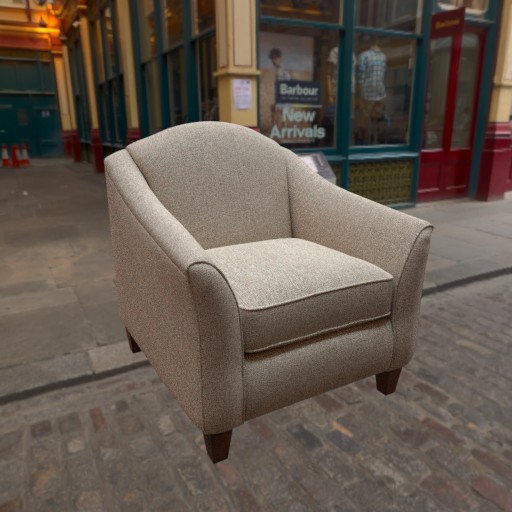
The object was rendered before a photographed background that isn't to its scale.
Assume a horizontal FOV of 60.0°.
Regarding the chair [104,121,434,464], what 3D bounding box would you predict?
[{"bbox_3d":[0.000,0.000,1.439,0.763,0.839,0.787,-9,19,-28],"label":"chair"}]
